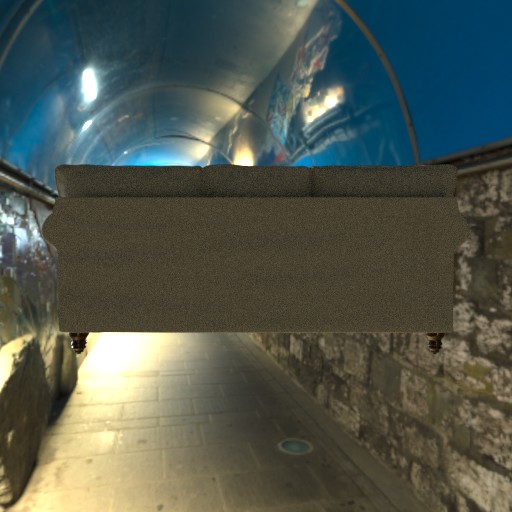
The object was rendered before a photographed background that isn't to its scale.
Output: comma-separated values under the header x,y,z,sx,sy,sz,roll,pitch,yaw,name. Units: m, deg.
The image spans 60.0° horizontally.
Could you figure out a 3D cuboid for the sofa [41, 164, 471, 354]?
x,y,z,sx,sy,sz,roll,pitch,yaw,name
0.000,0.000,2.572,2.084,0.961,0.916,0,1,0,sofa
